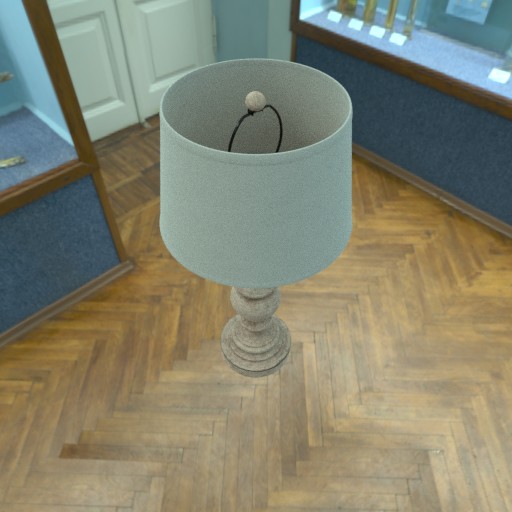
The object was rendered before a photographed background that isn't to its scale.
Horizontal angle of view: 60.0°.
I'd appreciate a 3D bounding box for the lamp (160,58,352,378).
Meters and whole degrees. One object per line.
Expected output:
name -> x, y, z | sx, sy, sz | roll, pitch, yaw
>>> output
lamp -> 0.000, 0.000, 0.872 | 0.340, 0.678, 0.340 | 0, 48, 0
